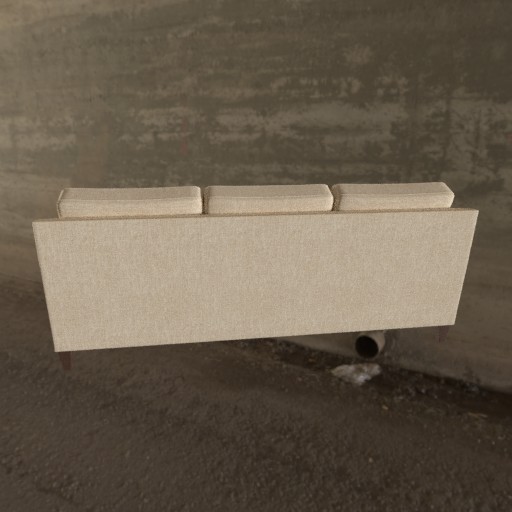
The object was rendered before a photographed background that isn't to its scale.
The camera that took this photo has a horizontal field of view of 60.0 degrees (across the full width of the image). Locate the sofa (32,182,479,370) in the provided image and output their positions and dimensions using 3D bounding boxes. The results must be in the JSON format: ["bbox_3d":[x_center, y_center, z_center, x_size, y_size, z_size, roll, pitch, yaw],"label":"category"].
[{"bbox_3d":[0.000,0.000,2.738,2.210,0.940,1.041,-2,15,-9],"label":"sofa"}]
